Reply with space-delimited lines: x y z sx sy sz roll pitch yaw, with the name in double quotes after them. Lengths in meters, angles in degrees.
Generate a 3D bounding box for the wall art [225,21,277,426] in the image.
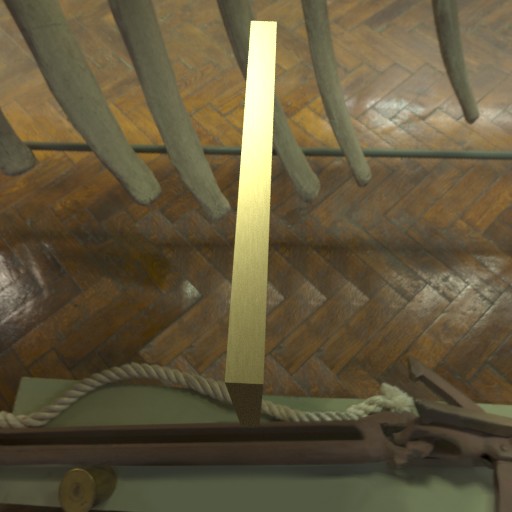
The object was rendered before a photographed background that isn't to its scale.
0.000 0.000 0.762 0.037 0.509 0.510 2 65 1 "wall art"
